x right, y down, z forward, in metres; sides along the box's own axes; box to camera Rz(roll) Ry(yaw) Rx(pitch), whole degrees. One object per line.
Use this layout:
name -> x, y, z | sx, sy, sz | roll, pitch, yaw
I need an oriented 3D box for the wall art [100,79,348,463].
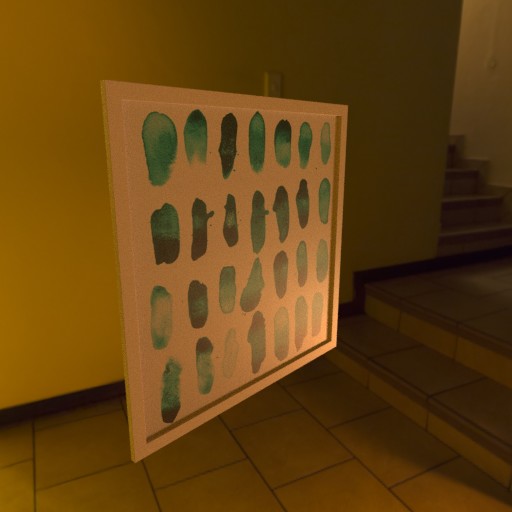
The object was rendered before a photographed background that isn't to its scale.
wall art -> 0.000, 0.000, 0.670 | 0.009, 0.457, 0.456 | 13, 20, 42
